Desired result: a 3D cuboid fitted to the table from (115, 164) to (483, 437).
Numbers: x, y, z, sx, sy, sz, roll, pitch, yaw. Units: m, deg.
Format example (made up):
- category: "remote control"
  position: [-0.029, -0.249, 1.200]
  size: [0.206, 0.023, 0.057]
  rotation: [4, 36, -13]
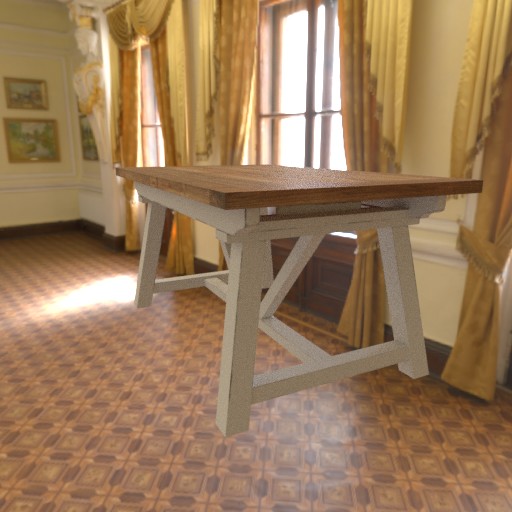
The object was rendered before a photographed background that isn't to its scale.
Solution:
- category: "table"
  position: [0.000, 0.000, 1.999]
  size: [0.922, 0.743, 1.503]
  rotation: [-7, 15, -26]
